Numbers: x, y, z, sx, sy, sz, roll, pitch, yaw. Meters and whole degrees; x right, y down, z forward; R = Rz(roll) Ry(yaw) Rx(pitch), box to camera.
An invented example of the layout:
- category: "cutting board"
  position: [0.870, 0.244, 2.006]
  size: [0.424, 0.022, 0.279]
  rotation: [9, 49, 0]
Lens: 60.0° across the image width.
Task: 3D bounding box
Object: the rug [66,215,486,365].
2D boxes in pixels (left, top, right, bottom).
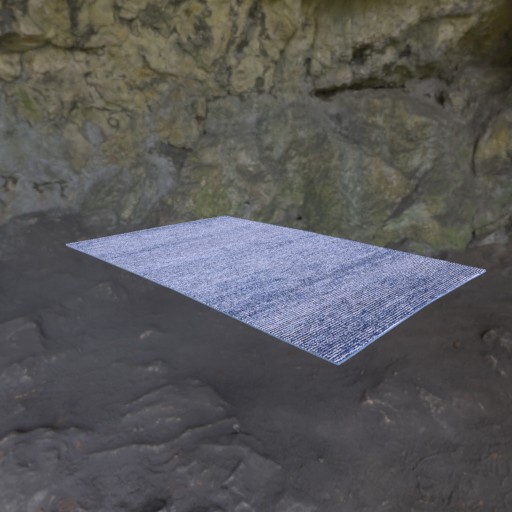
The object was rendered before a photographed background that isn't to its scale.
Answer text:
- category: "rug"
  position: [0.000, 0.000, 2.181]
  size: [1.145, 0.021, 1.777]
  rotation: [-16, 22, -43]
